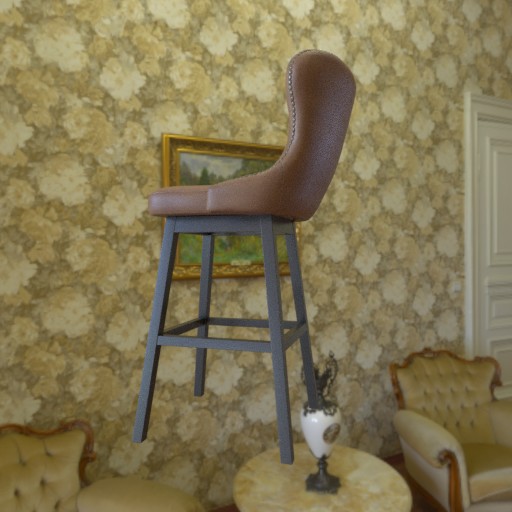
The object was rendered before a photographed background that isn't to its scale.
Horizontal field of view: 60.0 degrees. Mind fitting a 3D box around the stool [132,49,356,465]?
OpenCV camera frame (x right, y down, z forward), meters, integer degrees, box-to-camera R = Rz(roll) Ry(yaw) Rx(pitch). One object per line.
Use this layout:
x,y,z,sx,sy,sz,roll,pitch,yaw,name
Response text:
0.000,0.000,1.372,0.601,1.050,0.528,0,1,17,stool
